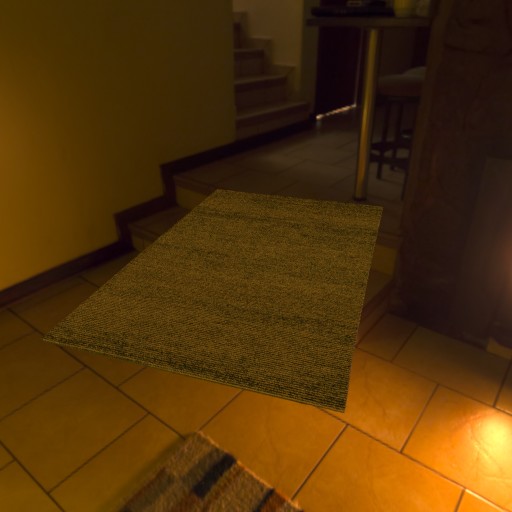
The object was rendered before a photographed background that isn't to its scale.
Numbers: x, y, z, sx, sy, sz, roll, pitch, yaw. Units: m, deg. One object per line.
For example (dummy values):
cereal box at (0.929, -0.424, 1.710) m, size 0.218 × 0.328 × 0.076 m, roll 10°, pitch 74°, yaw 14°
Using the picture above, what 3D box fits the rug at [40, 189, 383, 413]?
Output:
rug at (0.000, 0.000, 2.256) m, size 1.145 × 0.021 × 1.777 m, roll 9°, pitch 29°, yaw 16°
